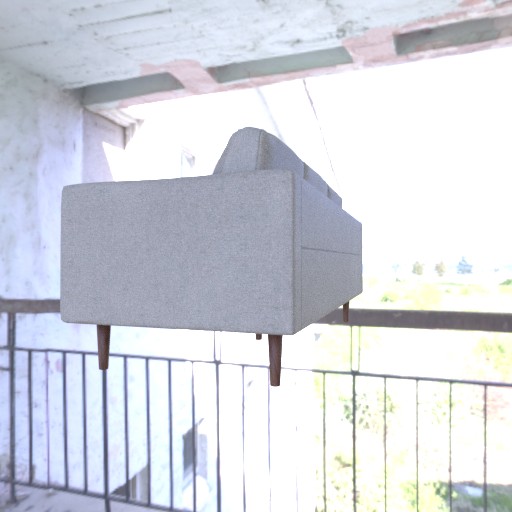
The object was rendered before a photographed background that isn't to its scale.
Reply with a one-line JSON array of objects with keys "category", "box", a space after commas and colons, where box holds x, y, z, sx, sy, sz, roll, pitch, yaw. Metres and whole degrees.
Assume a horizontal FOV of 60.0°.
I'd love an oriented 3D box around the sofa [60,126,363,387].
[{"category": "sofa", "box": [0.000, 0.000, 2.437, 0.944, 0.918, 1.983, 0, -1, 19]}]
